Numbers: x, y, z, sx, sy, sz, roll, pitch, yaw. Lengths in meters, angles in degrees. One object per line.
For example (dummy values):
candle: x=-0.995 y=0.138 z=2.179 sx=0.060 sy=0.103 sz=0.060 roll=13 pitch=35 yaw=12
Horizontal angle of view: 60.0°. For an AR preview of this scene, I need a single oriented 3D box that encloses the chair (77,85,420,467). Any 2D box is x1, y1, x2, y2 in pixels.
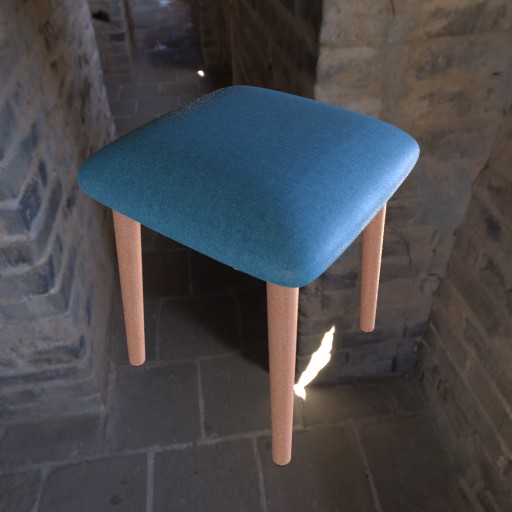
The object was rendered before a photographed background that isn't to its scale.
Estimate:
chair: x=0.000 y=0.000 z=0.707 sx=0.360 sy=0.450 sz=0.360 roll=25 pitch=47 yaw=26
